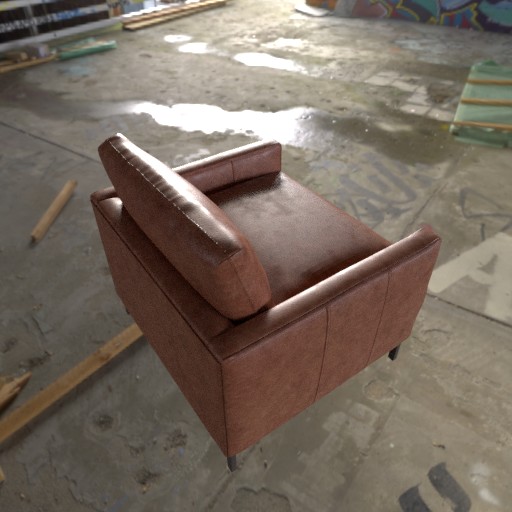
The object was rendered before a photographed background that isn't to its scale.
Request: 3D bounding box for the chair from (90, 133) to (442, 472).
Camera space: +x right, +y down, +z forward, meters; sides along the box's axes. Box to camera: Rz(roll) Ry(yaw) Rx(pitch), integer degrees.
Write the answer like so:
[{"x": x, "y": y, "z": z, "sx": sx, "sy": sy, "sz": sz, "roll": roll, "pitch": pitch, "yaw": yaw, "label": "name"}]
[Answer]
[{"x": 0.000, "y": 0.000, "z": 1.649, "sx": 0.862, "sy": 0.869, "sz": 0.967, "roll": -24, "pitch": 45, "yaw": -27, "label": "chair"}]
